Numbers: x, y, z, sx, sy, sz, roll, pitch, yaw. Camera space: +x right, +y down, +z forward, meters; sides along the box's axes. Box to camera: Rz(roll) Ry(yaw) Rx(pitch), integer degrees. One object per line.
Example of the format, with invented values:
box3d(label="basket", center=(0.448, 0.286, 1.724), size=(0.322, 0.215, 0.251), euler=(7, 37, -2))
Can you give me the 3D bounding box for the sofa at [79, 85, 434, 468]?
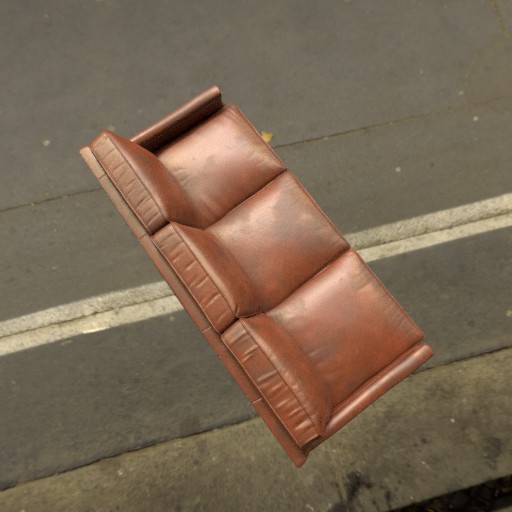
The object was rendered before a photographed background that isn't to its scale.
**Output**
box3d(label="sofa", center=(0.000, 0.000, 2.826), size=(1.084, 1.003, 2.240), euler=(-35, 77, -9))
